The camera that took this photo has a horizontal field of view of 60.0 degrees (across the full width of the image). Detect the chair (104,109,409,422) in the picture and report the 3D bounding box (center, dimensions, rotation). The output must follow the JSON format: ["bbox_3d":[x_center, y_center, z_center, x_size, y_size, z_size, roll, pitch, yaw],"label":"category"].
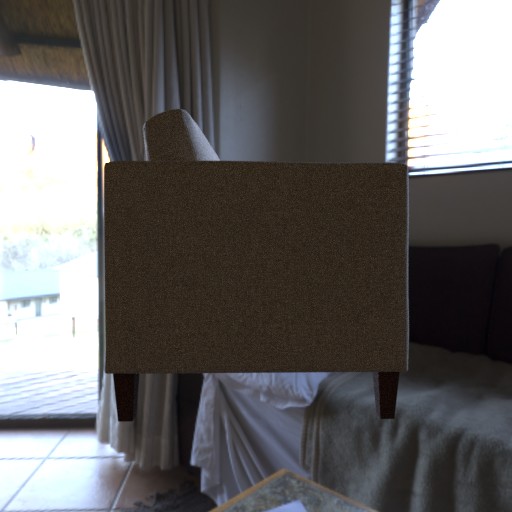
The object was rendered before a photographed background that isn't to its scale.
[{"bbox_3d":[0.000,0.000,1.852,0.959,0.987,1.107,0,2,-1],"label":"chair"}]
